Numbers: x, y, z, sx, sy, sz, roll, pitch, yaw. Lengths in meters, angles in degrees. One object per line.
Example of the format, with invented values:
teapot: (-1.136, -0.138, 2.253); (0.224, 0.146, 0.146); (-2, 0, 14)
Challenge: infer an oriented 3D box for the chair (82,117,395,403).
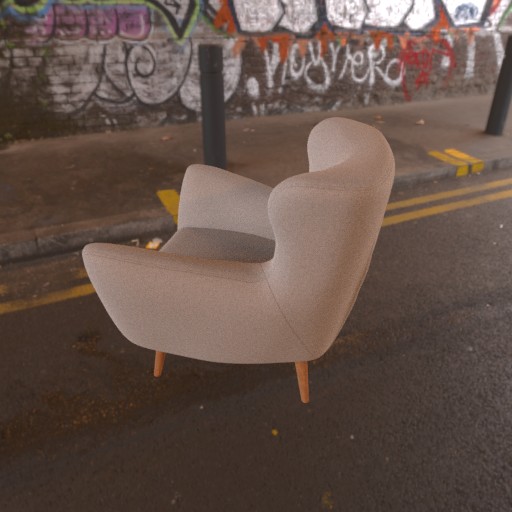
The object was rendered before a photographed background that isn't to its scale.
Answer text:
chair: (0.000, 0.000, 1.649); (0.889, 0.889, 0.890); (7, 30, 13)
